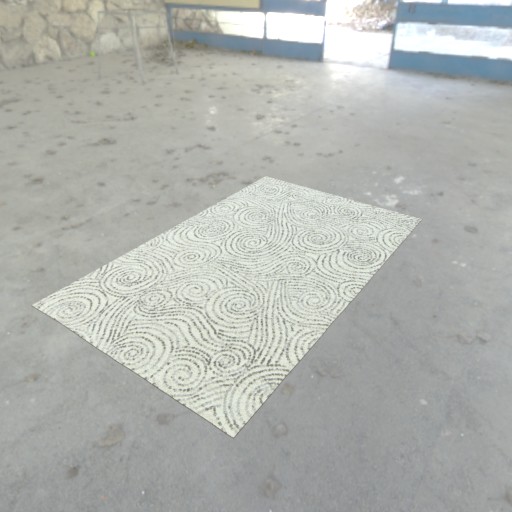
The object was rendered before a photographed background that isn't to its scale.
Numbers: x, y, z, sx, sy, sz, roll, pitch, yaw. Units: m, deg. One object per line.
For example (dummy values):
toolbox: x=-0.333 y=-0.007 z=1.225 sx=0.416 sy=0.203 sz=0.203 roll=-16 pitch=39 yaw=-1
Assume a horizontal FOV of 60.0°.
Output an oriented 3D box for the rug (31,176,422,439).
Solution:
rug: x=0.000 y=0.000 z=3.082 sx=1.524 sy=0.005 sz=2.439 roll=21 pitch=38 yaw=30
